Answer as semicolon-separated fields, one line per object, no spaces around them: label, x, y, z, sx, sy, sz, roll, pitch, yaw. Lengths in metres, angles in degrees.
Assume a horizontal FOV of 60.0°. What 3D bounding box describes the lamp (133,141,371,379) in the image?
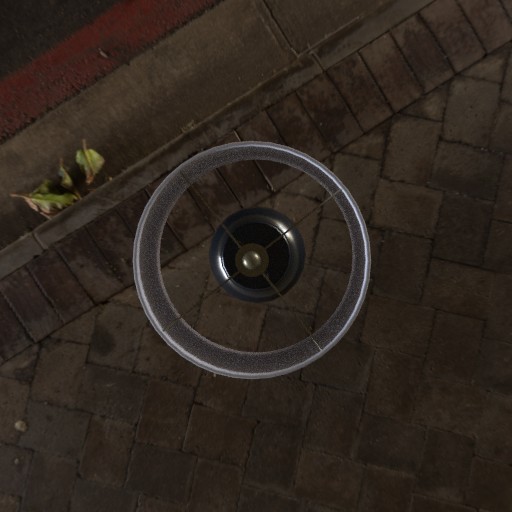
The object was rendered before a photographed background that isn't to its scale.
lamp;0.000;0.000;0.549;0.239;0.399;0.239;0;91;1
